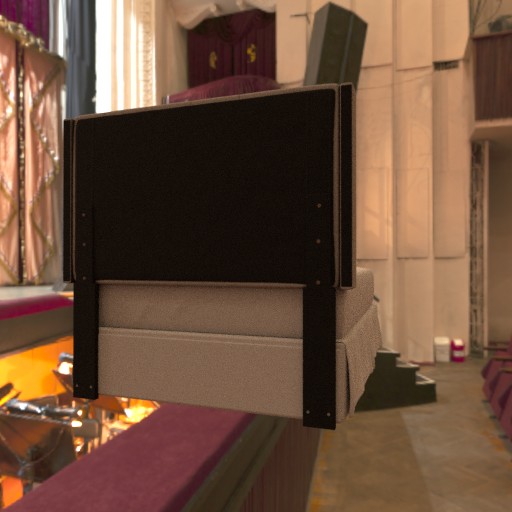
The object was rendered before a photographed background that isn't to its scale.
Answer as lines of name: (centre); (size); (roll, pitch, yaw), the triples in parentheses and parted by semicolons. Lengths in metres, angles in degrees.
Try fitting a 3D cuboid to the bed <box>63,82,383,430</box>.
bed: (0.000, 0.000, 3.321); (1.719, 1.665, 2.066); (0, 0, 19)
